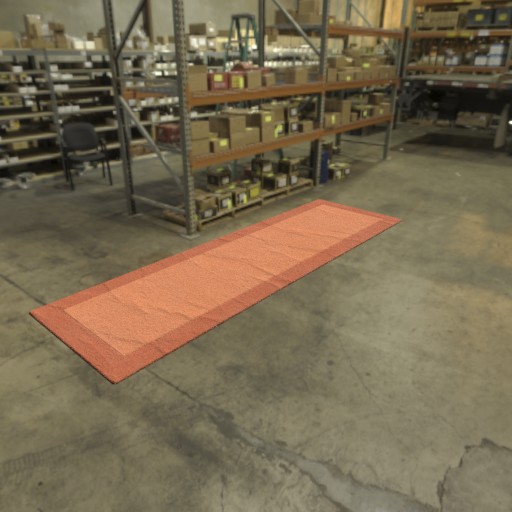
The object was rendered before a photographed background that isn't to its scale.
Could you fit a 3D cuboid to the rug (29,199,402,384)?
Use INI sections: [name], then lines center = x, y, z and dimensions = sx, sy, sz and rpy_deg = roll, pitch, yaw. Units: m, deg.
[rug]
center = 0.000, 0.000, 2.713
dimensions = 0.914, 0.013, 2.471
rpy_deg = 18, 30, 34
